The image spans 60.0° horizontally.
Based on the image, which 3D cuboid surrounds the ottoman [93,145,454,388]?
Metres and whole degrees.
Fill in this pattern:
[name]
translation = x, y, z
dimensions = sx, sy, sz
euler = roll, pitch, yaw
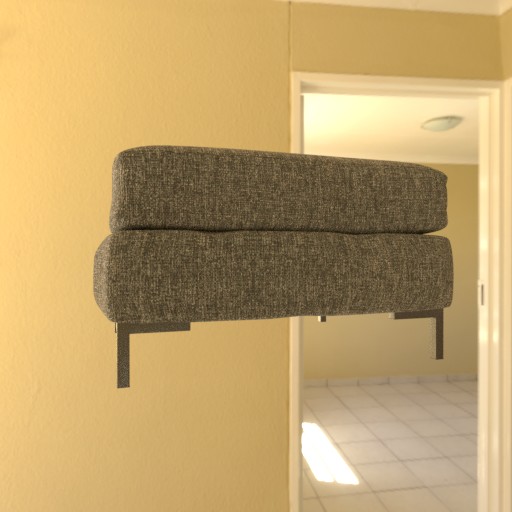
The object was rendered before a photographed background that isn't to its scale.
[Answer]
[ottoman]
translation = 0.000, 0.000, 1.217
dimensions = 0.828, 0.480, 0.683
euler = 0, 0, -18
